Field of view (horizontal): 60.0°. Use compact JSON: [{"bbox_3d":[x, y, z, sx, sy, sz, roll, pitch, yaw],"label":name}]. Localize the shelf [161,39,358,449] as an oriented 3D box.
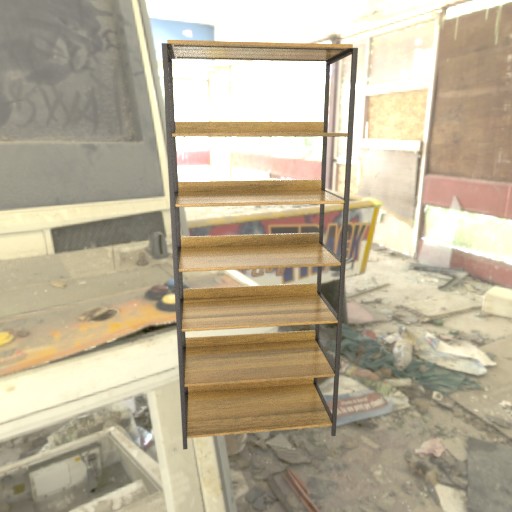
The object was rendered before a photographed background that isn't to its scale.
[{"bbox_3d":[0.000,0.000,2.368,0.847,2.015,0.431,-2,16,-7],"label":"shelf"}]
